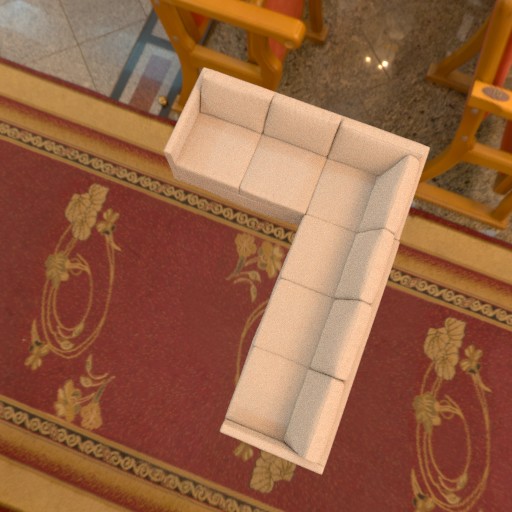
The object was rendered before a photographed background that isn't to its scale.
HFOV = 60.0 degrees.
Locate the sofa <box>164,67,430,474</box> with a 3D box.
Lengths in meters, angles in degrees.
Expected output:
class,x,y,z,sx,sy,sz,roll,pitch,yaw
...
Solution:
class,x,y,z,sx,sy,sz,roll,pitch,yaw
sofa,0.000,0.000,4.327,2.432,0.871,3.182,21,78,5
